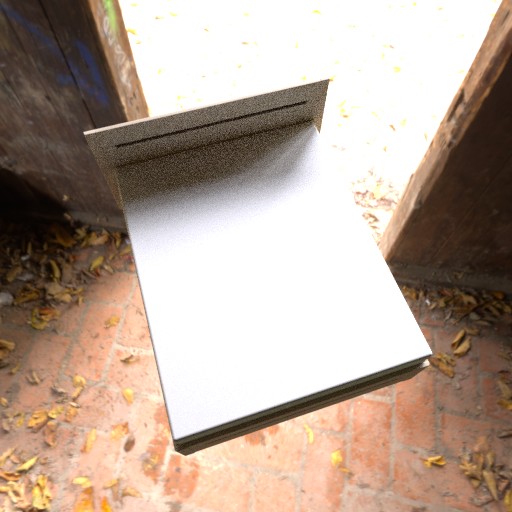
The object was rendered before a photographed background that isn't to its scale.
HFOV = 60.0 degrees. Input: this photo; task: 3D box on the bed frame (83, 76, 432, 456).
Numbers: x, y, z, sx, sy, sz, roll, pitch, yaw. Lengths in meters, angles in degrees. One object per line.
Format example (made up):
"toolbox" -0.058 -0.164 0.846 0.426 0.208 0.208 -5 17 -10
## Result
"bed frame" 0.000 0.000 3.076 1.800 0.900 2.080 -16 63 -8
